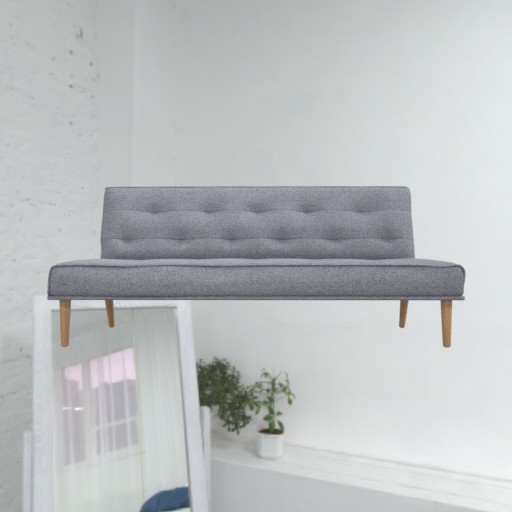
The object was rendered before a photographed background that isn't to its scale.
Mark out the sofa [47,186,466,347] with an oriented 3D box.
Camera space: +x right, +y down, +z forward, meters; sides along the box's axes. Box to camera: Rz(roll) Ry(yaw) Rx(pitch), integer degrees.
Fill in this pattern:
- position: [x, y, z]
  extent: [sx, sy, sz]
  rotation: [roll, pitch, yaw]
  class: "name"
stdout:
- position: [0.000, 0.000, 2.304]
  extent: [1.820, 0.830, 0.810]
  rotation: [0, -1, 1]
  class: "sofa"
